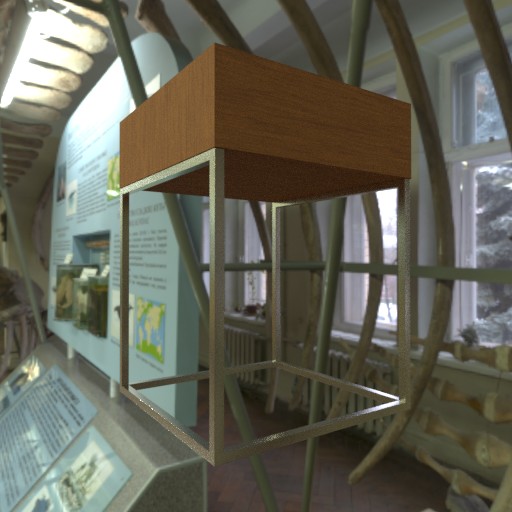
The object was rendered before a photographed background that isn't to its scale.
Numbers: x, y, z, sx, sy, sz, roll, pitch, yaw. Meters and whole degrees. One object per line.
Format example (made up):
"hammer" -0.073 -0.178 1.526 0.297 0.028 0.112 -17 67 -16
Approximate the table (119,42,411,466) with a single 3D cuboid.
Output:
"table" 0.000 0.000 0.839 0.397 0.540 0.398 0 -1 -34
